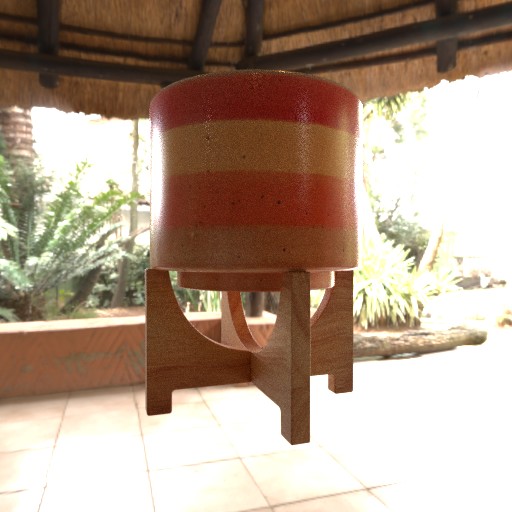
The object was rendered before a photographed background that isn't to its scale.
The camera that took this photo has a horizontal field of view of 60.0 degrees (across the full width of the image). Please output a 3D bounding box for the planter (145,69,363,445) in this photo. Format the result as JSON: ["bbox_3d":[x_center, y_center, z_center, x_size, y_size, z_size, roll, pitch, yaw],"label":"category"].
[{"bbox_3d":[0.000,0.000,0.409,0.199,0.268,0.199,0,0,0],"label":"planter"}]
